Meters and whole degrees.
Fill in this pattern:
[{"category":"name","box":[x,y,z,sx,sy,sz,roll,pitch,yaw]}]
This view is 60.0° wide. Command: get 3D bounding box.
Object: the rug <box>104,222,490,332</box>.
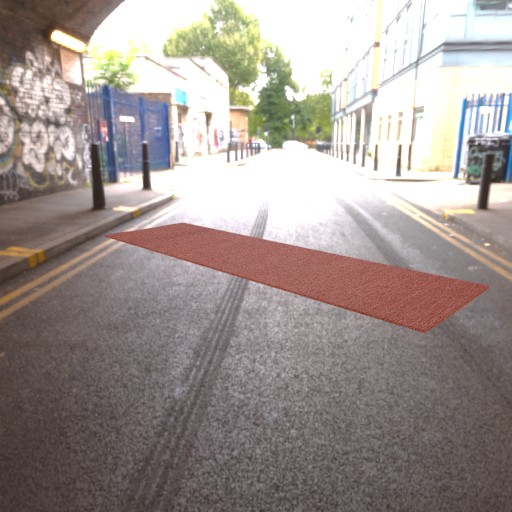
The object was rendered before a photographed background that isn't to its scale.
[{"category":"rug","box":[0.000,0.000,2.552,2.307,0.012,0.687,14,20,42]}]
